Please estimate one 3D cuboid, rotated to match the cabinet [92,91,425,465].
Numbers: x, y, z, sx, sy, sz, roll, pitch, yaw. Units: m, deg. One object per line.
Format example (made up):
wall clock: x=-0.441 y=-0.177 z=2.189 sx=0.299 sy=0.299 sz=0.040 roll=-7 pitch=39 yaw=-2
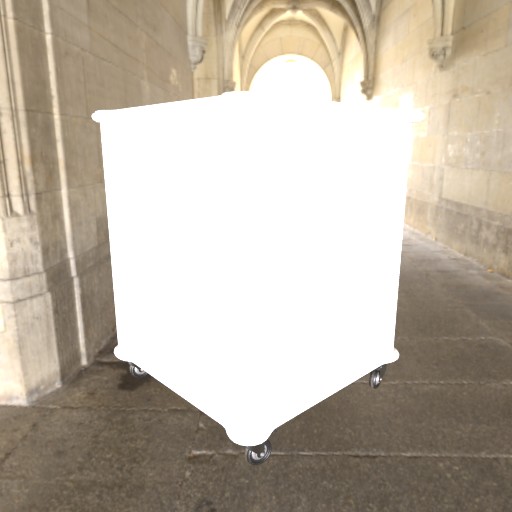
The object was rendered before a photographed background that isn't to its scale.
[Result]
cabinet: x=0.000 y=0.000 z=1.221 sx=0.627 sy=0.761 sz=0.628 roll=-12 pitch=18 yaw=-42
